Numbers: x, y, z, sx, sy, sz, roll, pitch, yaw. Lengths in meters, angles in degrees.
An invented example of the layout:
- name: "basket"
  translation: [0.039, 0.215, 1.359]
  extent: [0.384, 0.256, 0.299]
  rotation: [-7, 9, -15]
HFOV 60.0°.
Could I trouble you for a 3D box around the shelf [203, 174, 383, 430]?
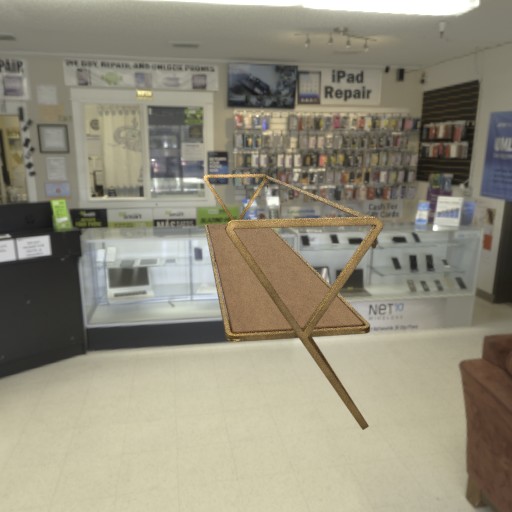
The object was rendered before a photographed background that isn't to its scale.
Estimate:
- name: "shelf"
  translation: [0.000, 0.000, 0.743]
  extent: [0.150, 0.229, 0.645]
  rotation: [-2, 14, -8]
